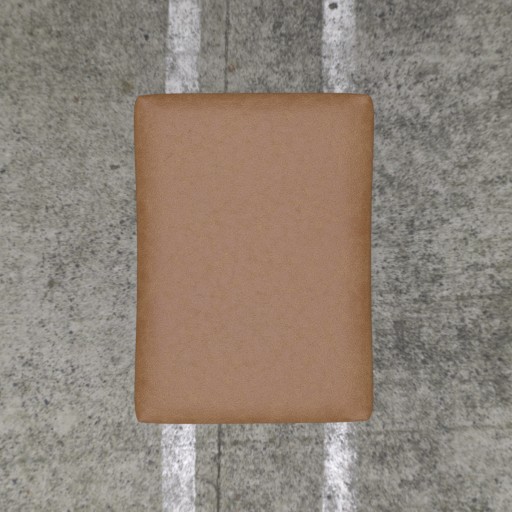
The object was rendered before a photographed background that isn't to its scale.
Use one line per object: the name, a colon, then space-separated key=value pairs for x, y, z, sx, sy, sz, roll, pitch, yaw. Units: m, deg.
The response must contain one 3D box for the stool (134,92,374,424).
stool: x=0.000 y=0.000 z=0.940 sx=0.361 sy=0.660 sz=0.500 roll=0 pitch=90 yaw=1
